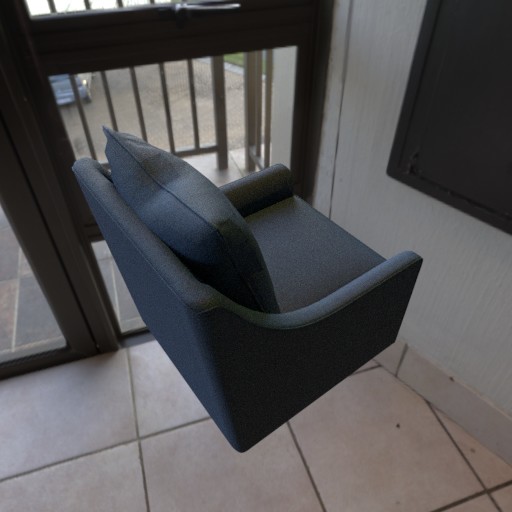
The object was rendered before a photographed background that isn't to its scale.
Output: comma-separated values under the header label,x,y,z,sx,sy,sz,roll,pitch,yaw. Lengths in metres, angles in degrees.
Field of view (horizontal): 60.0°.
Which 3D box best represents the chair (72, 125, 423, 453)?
label,x,y,z,sx,sy,sz,roll,pitch,yaw
chair,0.000,0.000,1.543,0.870,0.939,0.750,-27,49,-26
